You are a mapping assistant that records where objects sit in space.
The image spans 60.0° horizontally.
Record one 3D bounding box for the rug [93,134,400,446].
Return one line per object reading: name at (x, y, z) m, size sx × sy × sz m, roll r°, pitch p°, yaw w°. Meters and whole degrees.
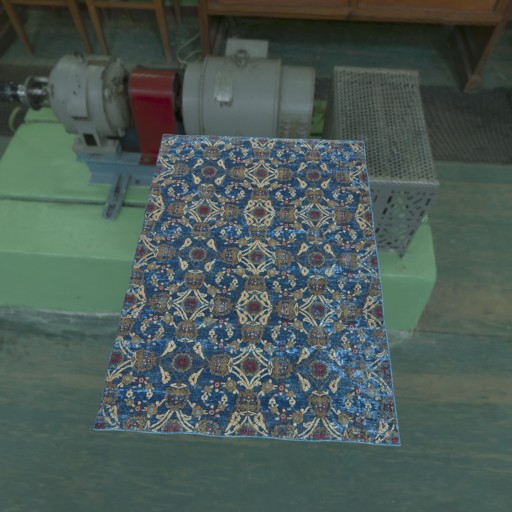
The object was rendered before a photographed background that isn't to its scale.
rug at (0.000, 0.000, 4.256) m, size 2.337 × 0.013 × 3.291 m, roll 2°, pitch 57°, yaw 2°
